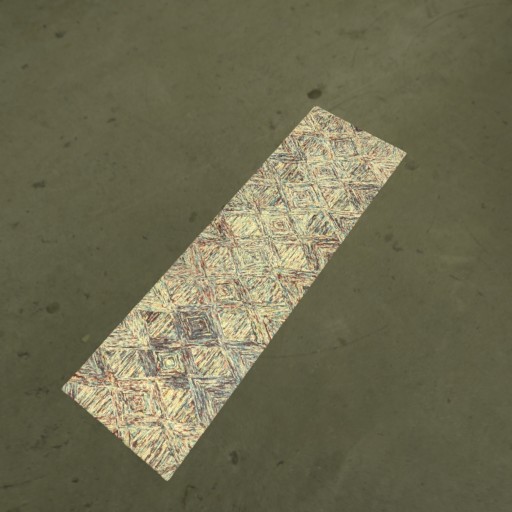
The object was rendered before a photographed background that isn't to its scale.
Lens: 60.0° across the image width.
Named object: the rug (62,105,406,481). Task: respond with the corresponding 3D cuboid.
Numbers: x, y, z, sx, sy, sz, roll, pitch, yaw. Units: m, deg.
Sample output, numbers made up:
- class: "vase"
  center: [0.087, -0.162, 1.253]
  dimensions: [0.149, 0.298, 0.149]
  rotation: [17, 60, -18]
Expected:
- class: "rug"
  center: [0.000, 0.000, 2.480]
  dimensions: [0.688, 0.015, 2.292]
  rotation: [33, 68, 15]
